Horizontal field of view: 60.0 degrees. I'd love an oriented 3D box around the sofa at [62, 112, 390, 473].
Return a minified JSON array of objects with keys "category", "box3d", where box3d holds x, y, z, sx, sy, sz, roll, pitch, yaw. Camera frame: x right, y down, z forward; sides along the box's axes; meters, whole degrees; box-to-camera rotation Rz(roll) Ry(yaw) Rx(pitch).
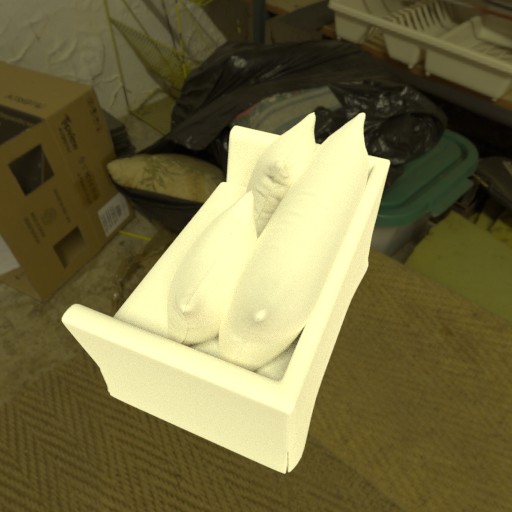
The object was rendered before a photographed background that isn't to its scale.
[{"category":"sofa","box3d":[0.000,0.000,2.252,1.026,1.039,1.608,17,48,16]}]
